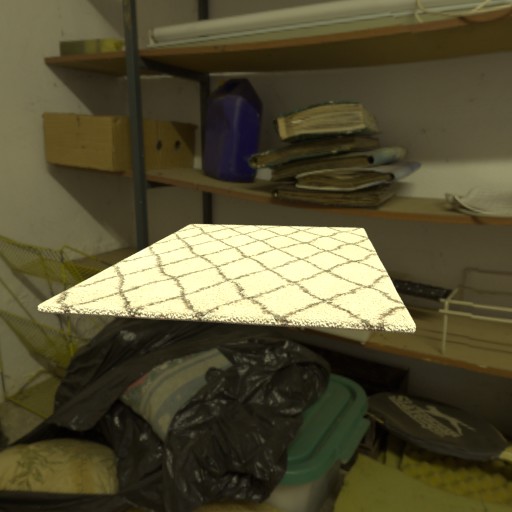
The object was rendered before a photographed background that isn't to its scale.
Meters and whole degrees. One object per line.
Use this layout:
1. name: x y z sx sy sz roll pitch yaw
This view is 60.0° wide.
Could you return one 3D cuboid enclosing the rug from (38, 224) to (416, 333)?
1. rug: 0.000 0.000 2.244 1.219 0.030 1.778 2 13 8
